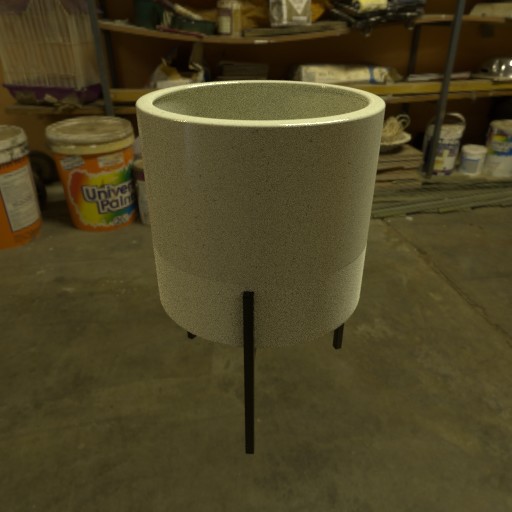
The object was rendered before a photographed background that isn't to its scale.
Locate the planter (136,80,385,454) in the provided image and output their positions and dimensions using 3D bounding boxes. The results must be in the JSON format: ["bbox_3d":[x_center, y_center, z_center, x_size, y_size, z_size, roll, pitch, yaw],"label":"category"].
[{"bbox_3d":[0.000,0.000,0.334,0.159,0.230,0.152,19,34,31],"label":"planter"}]
